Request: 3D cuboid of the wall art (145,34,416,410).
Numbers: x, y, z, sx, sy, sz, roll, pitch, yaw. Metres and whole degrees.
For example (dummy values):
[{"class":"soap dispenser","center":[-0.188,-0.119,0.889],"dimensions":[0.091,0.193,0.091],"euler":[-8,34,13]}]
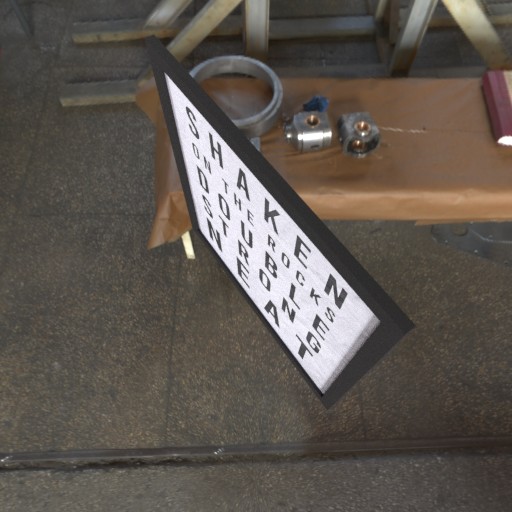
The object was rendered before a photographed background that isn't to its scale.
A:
[{"class":"wall art","center":[0.000,0.000,0.664],"dimensions":[0.013,0.458,0.456],"euler":[-32,68,-15]}]
